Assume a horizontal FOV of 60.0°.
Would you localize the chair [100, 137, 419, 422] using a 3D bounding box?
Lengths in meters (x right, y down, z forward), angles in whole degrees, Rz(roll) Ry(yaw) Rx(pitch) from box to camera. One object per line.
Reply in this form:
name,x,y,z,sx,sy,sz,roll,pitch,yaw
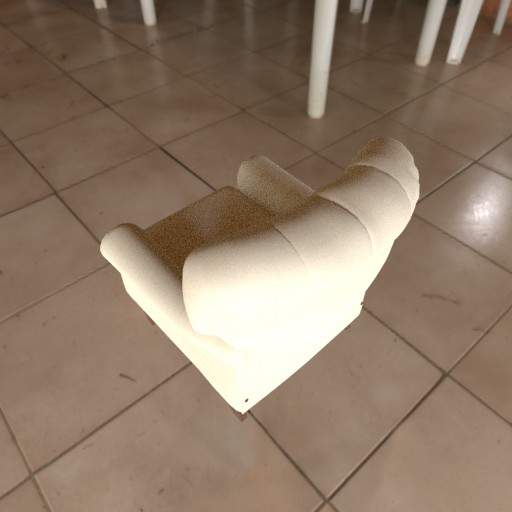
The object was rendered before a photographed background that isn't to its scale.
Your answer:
chair,0.000,0.000,2.008,1.035,1.169,1.132,-33,55,-27
